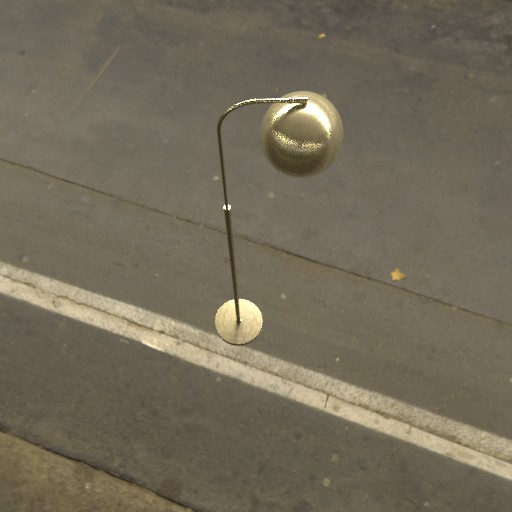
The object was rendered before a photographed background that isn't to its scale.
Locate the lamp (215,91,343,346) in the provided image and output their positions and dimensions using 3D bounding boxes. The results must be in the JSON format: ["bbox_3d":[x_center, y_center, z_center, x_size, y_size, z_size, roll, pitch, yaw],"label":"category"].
[{"bbox_3d":[0.000,0.000,1.673,0.431,1.526,0.250,-1,62,-1],"label":"lamp"}]
